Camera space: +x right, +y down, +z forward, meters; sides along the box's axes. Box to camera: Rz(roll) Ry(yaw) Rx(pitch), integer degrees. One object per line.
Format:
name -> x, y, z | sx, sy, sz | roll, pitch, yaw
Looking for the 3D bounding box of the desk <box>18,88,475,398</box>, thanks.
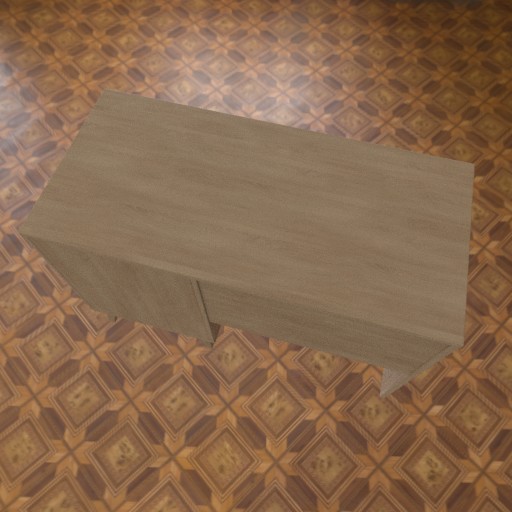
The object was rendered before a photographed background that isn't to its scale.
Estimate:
desk -> 0.000, 0.000, 1.667 | 1.251, 0.770, 0.600 | 14, 63, 7
